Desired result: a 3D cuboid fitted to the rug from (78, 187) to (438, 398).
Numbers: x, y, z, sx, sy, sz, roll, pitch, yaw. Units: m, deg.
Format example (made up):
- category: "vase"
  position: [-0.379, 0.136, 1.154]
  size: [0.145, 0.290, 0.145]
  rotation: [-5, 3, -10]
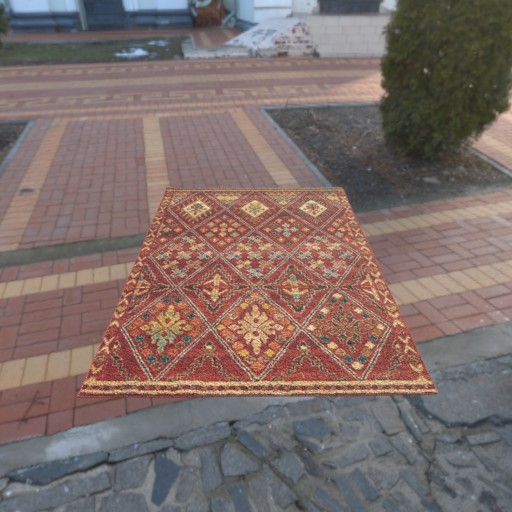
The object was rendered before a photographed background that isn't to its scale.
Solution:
- category: "rug"
  position: [0.000, 0.000, 2.836]
  size: [1.521, 0.026, 2.286]
  rotation: [0, 31, 0]
